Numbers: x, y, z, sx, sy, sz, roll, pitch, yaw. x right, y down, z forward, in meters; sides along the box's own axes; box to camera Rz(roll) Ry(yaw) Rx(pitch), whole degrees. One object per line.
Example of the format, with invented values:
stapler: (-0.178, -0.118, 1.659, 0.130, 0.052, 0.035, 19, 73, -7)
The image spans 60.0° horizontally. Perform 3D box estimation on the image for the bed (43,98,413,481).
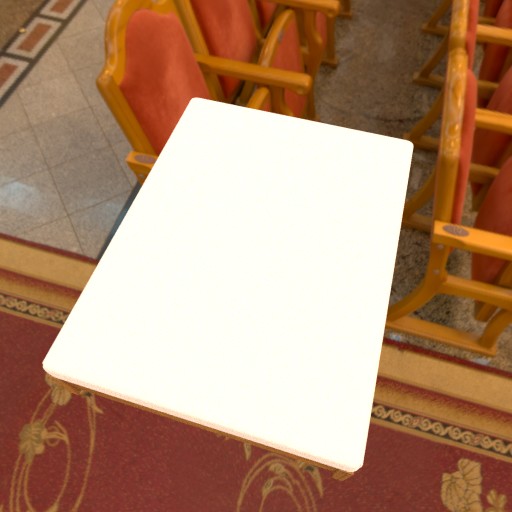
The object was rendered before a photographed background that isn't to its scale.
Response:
bed: (0.000, 0.000, 2.639, 1.536, 0.431, 2.016, 14, 60, 9)
